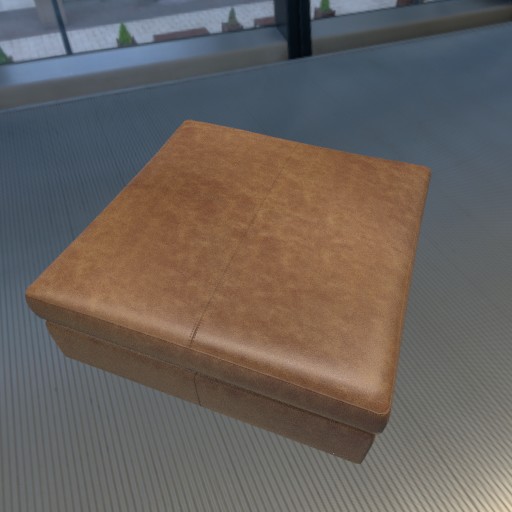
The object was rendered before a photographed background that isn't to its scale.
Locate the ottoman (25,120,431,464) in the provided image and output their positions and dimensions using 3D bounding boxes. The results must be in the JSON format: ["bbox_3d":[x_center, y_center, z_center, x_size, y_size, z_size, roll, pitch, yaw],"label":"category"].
[{"bbox_3d":[0.000,0.000,1.766,1.168,0.483,1.169,15,48,14],"label":"ottoman"}]
